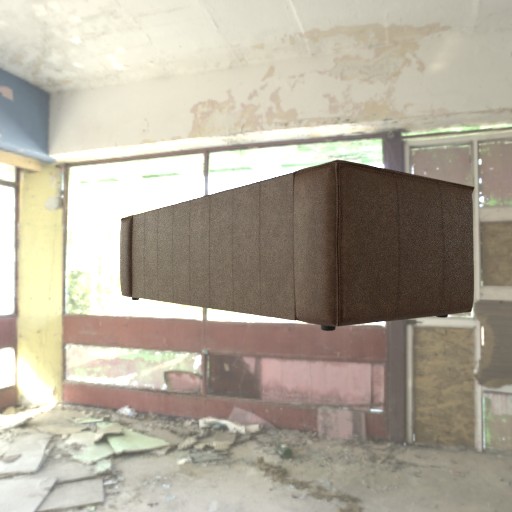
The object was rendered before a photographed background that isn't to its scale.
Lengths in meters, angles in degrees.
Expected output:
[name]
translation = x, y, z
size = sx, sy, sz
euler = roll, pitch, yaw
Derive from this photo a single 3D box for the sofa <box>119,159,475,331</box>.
[sofa]
translation = 0.000, 0.000, 3.058
size = 1.102, 0.701, 2.581
euler = 1, -2, -36
